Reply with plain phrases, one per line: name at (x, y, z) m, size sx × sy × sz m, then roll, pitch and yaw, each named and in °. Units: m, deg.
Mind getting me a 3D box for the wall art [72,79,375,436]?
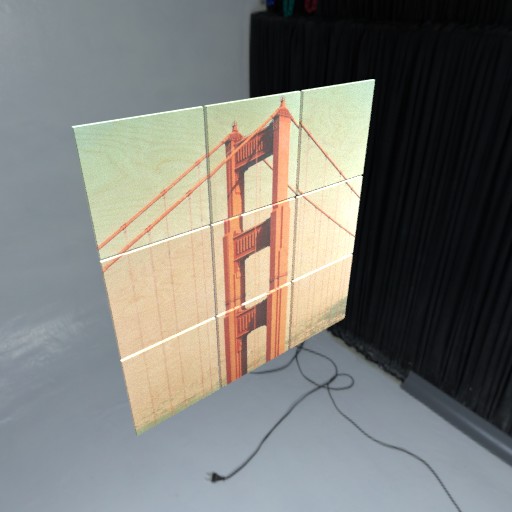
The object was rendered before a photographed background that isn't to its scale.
wall art at (0.000, 0.000, 1.784) m, size 1.214 × 1.219 × 0.013 m, roll -22°, pitch 37°, yaw -32°
